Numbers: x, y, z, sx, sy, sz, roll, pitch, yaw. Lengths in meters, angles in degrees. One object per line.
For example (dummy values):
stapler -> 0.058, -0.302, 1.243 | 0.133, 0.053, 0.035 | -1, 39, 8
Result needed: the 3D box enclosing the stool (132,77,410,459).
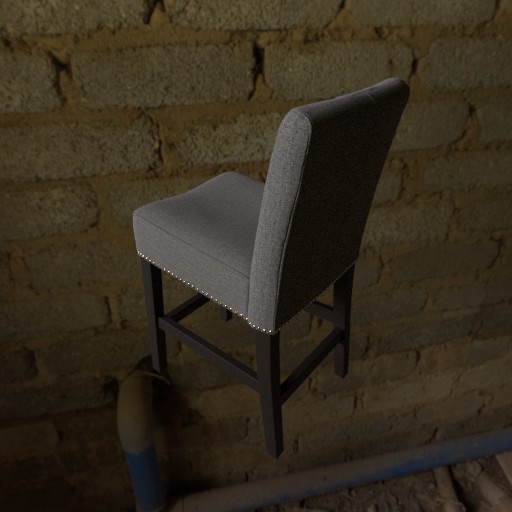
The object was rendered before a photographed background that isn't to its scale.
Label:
stool -> 0.000, 0.000, 1.173 | 0.571, 0.885, 0.427 | 21, 36, 32
